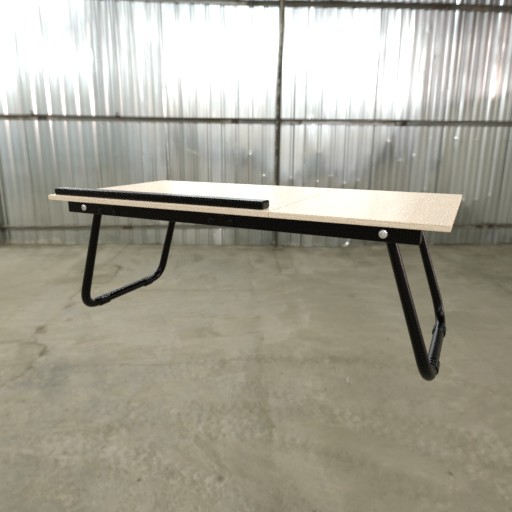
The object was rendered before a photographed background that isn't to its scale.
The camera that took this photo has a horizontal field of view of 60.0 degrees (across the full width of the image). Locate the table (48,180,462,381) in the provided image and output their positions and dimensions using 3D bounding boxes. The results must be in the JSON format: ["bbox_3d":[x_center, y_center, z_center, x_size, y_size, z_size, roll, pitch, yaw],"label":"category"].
[{"bbox_3d":[0.000,0.000,0.795,0.644,0.242,0.322,7,16,25],"label":"table"}]
